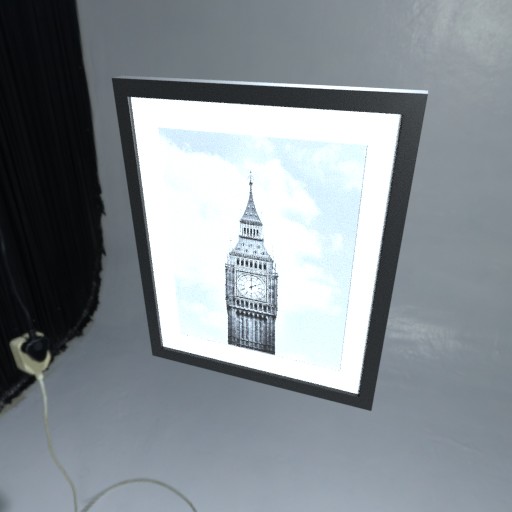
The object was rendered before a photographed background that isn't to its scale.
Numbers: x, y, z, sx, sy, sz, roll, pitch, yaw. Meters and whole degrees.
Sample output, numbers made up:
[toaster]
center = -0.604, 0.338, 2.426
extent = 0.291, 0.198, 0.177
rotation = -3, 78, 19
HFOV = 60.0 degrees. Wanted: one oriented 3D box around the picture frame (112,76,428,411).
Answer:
[picture frame]
center = 0.000, 0.000, 0.761
extent = 0.460, 0.556, 0.028
rotation = 10, 30, 17
